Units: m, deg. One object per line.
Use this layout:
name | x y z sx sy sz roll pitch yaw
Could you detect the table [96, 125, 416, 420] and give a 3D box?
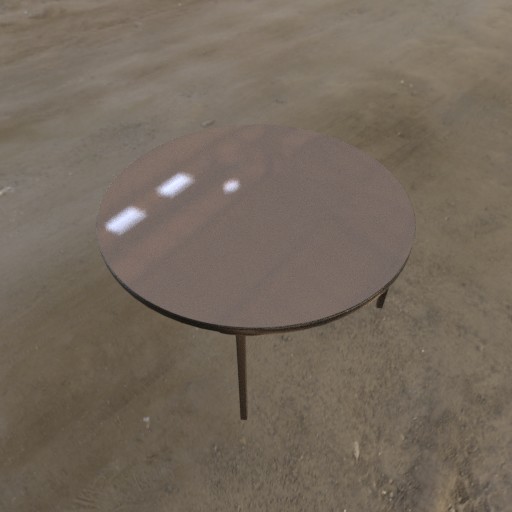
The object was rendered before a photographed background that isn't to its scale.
table | 0.000 0.000 1.282 0.800 0.400 0.800 0 45 0
